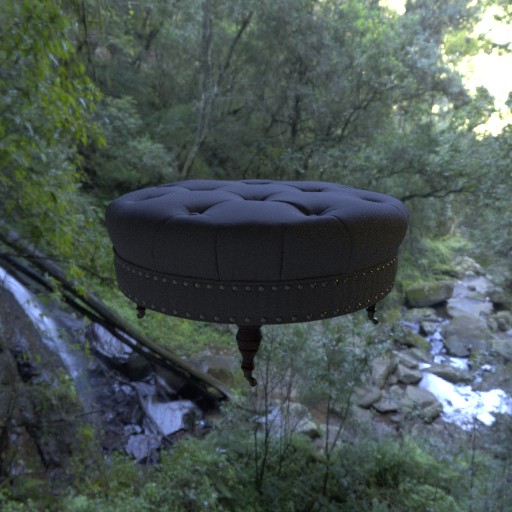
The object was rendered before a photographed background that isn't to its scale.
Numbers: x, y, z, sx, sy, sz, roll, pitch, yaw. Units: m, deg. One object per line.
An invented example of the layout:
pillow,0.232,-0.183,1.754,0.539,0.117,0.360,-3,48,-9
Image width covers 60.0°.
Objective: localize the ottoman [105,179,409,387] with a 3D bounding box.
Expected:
ottoman,0.000,0.000,1.397,0.901,0.439,0.901,0,15,0
